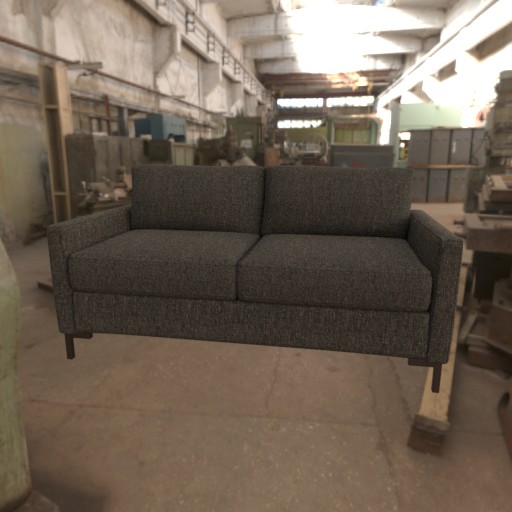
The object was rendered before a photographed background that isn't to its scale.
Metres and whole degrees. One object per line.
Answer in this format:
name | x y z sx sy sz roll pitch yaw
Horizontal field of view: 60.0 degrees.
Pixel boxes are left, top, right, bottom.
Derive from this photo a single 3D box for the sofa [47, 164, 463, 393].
sofa | 0.000 0.000 2.188 1.716 0.862 0.866 2 14 10
